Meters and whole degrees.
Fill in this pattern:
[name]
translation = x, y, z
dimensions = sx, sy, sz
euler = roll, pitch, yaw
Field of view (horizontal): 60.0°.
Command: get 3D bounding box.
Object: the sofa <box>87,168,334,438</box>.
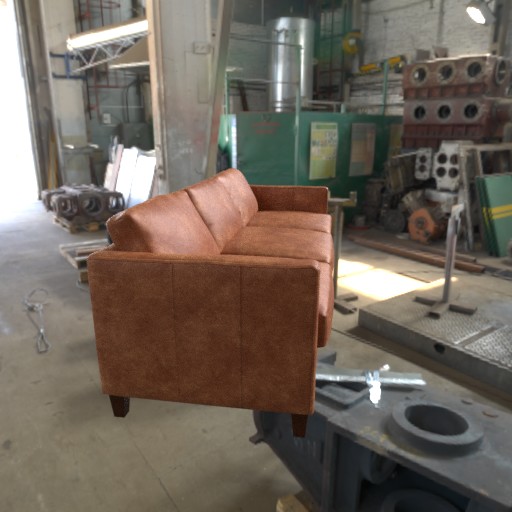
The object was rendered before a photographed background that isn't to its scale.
[sofa]
translation = 0.000, 0.000, 3.003
dimensions = 1.045, 1.006, 2.464
euler = 3, 16, 9
